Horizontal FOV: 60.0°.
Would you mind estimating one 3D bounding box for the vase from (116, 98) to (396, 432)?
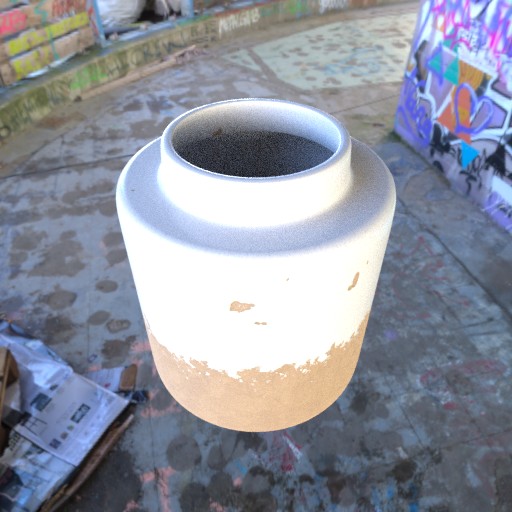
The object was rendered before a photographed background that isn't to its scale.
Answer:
[{"bbox_3d":[0.000,0.000,0.283,0.153,0.167,0.153,0,41,0],"label":"vase"}]
